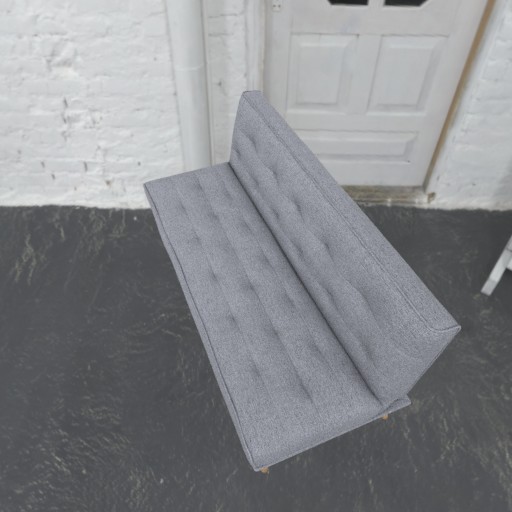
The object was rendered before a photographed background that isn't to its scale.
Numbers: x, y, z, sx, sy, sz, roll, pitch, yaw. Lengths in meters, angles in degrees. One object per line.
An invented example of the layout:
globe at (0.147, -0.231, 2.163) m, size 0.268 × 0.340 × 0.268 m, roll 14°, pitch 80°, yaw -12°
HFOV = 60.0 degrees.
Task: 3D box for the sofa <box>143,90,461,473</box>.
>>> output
sofa at (0.000, 0.000, 2.278) m, size 0.810 × 0.830 × 1.820 m, roll -17°, pitch 50°, yaw -15°
